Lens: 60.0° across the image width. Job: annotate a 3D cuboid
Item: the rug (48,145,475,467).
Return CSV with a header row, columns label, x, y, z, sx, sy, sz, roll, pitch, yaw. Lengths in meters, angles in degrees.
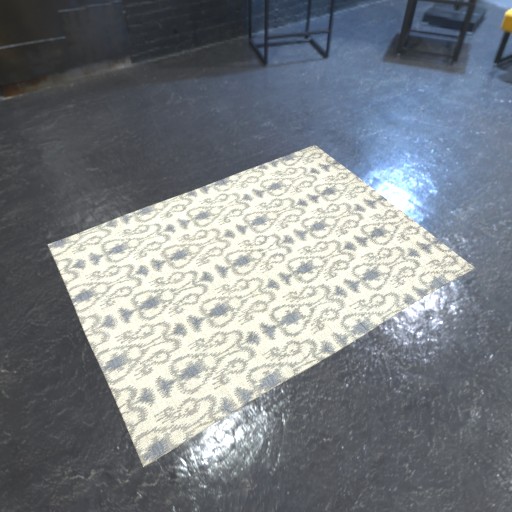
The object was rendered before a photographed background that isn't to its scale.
label,x,y,z,sx,sy,sz,roll,pitch,yaw
rug,0.000,0.000,2.895,2.261,0.013,1.676,-25,51,-21
